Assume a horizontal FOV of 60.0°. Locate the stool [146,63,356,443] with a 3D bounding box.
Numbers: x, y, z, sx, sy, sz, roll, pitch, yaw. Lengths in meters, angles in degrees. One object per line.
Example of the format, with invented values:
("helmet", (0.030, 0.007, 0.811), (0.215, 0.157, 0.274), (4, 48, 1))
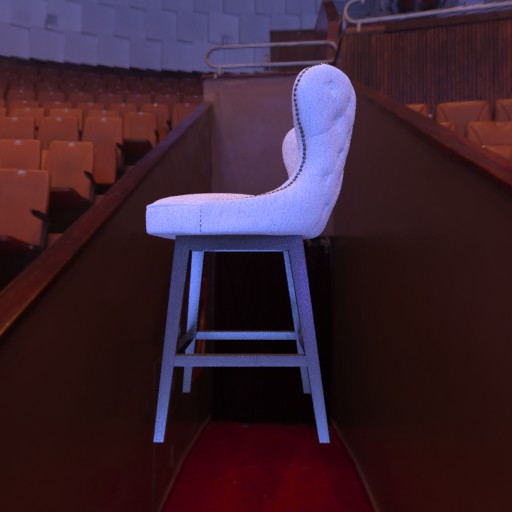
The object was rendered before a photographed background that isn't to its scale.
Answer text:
("stool", (0.000, 0.000, 1.375), (0.597, 0.972, 0.615), (0, 0, 1))
